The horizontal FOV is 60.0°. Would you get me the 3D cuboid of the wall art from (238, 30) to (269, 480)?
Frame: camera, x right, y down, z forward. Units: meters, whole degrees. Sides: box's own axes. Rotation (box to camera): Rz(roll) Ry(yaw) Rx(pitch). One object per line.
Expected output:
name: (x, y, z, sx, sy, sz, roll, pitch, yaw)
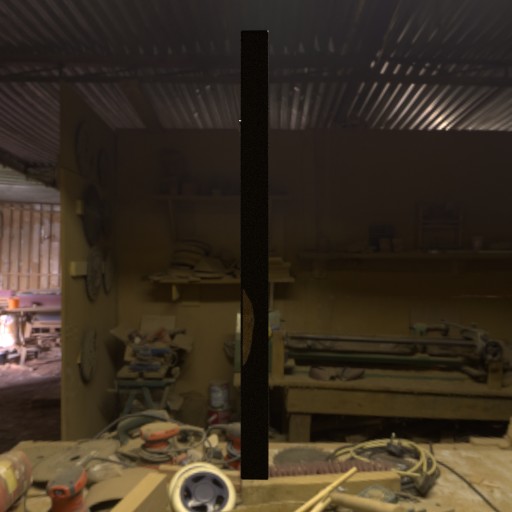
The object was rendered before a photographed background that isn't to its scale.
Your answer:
wall art: (0.000, 0.000, 0.902, 0.043, 0.611, 0.610, 0, 0, 1)
